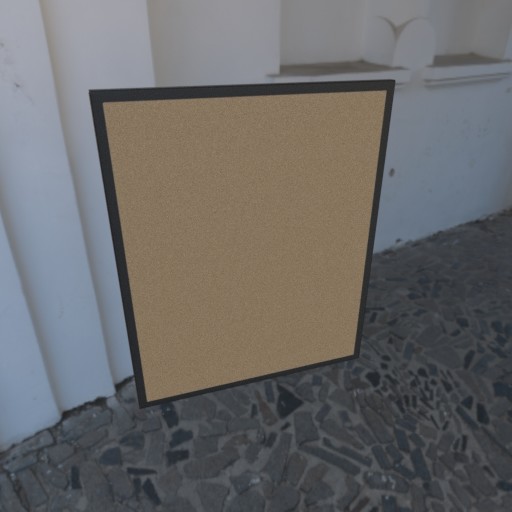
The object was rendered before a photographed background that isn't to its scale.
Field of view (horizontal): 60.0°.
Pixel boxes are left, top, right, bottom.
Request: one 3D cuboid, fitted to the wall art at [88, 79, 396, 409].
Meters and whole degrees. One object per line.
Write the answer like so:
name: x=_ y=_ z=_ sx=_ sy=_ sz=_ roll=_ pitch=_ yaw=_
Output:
wall art: x=0.000 y=0.000 z=0.801 sx=0.481 sy=0.582 sz=0.018 roll=-8 pitch=28 yaw=-16
